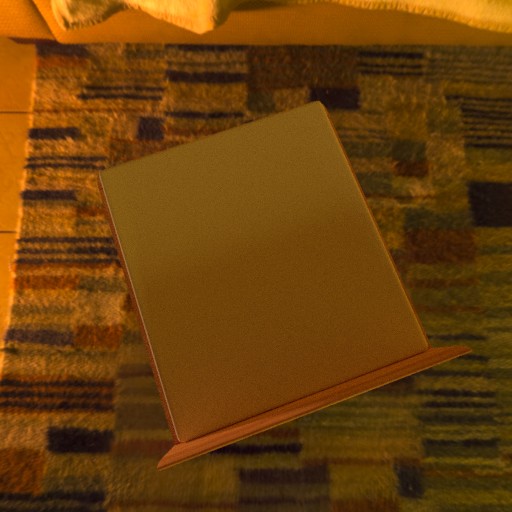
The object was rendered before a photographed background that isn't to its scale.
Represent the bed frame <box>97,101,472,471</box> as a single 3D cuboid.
[{"bbox_3d":[0.000,0.000,3.135,1.872,0.940,2.092,-19,77,-4],"label":"bed frame"}]
